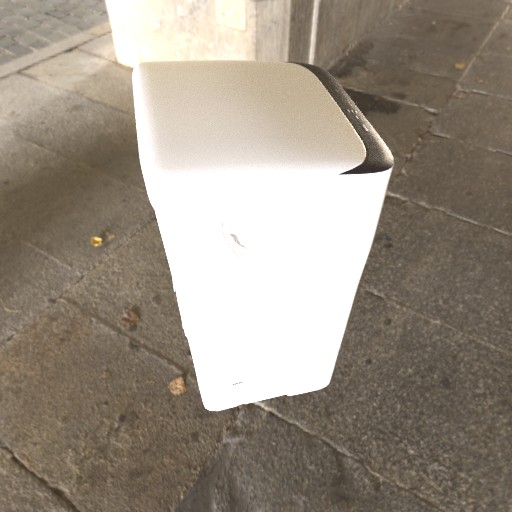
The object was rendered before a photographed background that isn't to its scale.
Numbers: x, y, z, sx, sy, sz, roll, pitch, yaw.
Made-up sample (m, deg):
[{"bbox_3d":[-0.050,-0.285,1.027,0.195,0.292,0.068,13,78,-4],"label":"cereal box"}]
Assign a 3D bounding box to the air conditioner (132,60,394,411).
[{"bbox_3d":[0.000,0.000,0.922,0.369,0.716,0.352,-10,48,-9],"label":"air conditioner"}]
